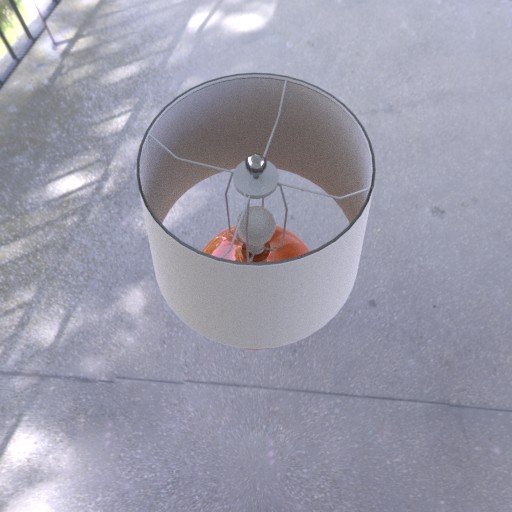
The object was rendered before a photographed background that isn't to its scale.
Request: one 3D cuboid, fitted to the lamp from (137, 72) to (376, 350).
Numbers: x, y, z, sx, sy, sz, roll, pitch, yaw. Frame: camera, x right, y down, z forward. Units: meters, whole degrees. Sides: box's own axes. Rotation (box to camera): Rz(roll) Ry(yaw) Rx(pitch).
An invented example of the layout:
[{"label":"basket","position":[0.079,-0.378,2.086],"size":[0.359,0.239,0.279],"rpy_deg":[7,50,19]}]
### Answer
[{"label":"lamp","position":[0.000,0.000,0.556],"size":[0.247,0.387,0.247],"rpy_deg":[0,64,0]}]
